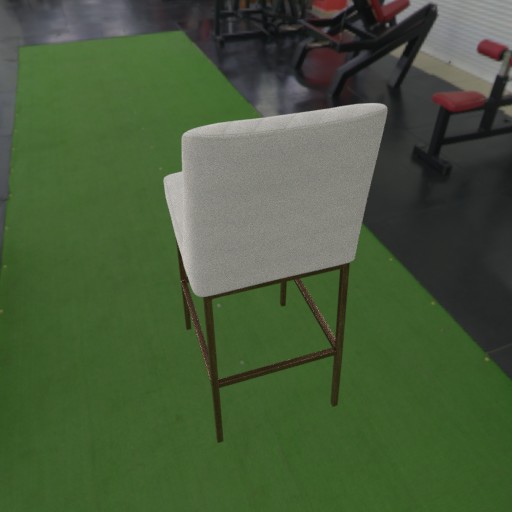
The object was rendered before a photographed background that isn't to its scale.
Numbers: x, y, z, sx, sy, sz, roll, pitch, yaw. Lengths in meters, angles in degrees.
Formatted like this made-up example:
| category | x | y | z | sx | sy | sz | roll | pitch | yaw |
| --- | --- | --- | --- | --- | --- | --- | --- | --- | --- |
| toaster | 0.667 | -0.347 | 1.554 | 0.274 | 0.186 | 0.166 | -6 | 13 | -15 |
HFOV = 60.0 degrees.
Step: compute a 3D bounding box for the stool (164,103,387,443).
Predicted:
| category | x | y | z | sx | sy | sz | roll | pitch | yaw |
| --- | --- | --- | --- | --- | --- | --- | --- | --- | --- |
| stool | 0.000 | 0.000 | 1.354 | 0.462 | 1.084 | 0.546 | -12 | 42 | -14 |
